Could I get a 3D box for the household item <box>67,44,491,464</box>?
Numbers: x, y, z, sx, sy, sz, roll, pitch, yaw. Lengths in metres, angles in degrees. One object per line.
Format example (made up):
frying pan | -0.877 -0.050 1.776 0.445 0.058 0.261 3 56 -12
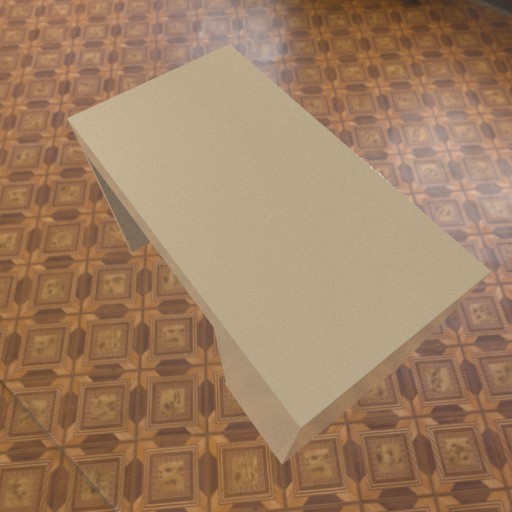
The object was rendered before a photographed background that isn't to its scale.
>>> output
household item | 0.000 0.000 1.524 0.597 0.749 1.100 -33 65 -18
